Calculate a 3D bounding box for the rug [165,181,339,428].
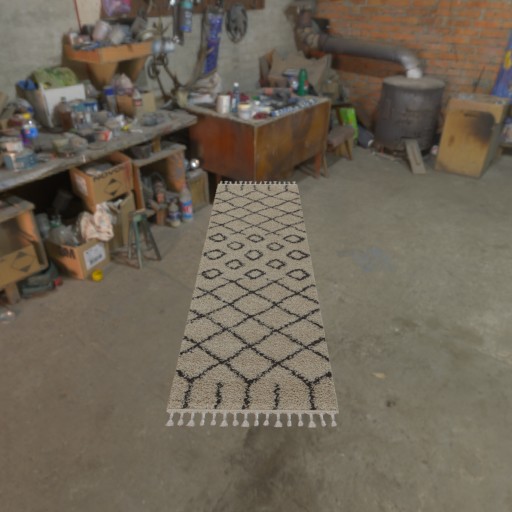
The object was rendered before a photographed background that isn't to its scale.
[{"bbox_3d":[0.000,0.000,2.693,0.660,0.005,2.464,0,31,1],"label":"rug"}]
